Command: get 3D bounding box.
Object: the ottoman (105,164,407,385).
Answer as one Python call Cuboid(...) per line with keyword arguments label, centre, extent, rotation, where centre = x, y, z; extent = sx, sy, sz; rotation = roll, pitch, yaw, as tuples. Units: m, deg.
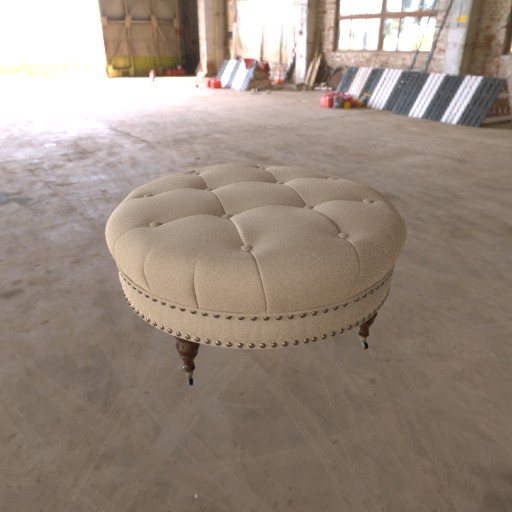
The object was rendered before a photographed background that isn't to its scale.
Cuboid(label="ottoman", centre=(0.000, 0.000, 1.429), extent=(0.901, 0.439, 0.901), rotation=(0, 26, 0))
